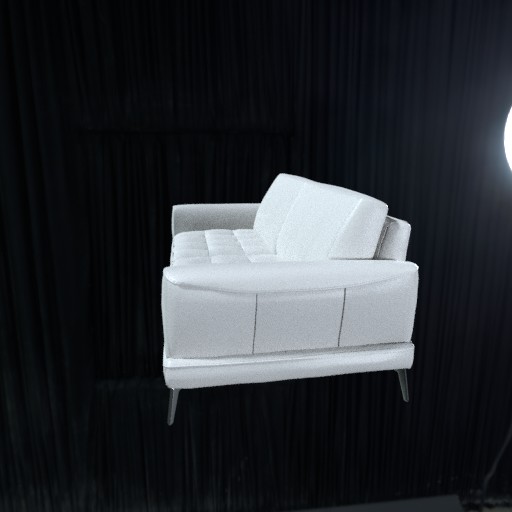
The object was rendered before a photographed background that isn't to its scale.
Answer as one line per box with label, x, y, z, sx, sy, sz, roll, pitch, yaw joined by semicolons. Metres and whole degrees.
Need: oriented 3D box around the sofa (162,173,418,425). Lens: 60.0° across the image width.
sofa;0.000;0.000;2.786;1.121;0.930;2.177;-2;14;-9
